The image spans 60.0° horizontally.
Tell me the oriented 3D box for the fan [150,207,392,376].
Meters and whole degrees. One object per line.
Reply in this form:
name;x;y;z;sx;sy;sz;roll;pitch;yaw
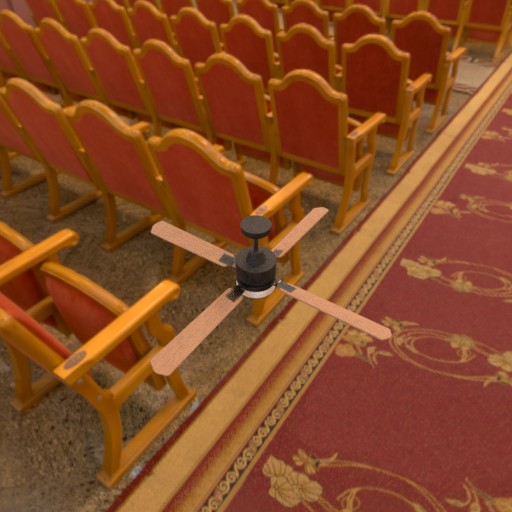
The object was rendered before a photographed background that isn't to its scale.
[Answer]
fan;0.000;0.000;1.999;1.320;0.355;1.320;24;46;26
